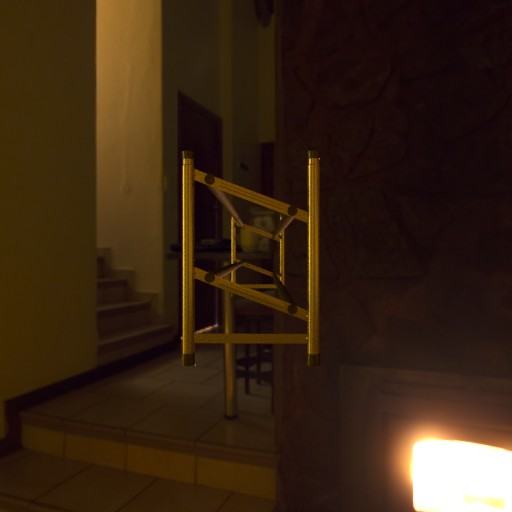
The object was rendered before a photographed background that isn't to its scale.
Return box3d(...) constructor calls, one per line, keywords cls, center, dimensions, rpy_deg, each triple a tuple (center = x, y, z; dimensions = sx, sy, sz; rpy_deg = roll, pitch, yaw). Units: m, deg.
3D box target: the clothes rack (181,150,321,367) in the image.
box3d(cls="clothes rack", center=(0.000, 0.000, 1.296), dimensions=(0.229, 0.349, 1.168), rpy_deg=(0, 0, 1))
